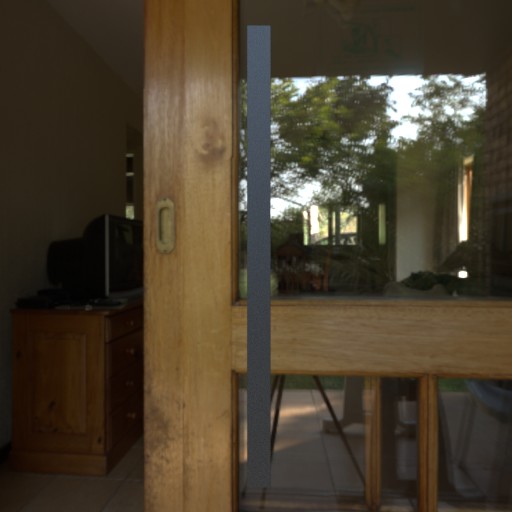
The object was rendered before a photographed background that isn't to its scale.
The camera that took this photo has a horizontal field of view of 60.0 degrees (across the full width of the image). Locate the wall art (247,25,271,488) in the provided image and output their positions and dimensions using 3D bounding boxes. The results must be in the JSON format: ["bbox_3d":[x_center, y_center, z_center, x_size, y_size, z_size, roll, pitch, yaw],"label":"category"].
[{"bbox_3d":[0.000,0.000,0.530,0.019,0.381,0.330,0,0,-1],"label":"wall art"}]
